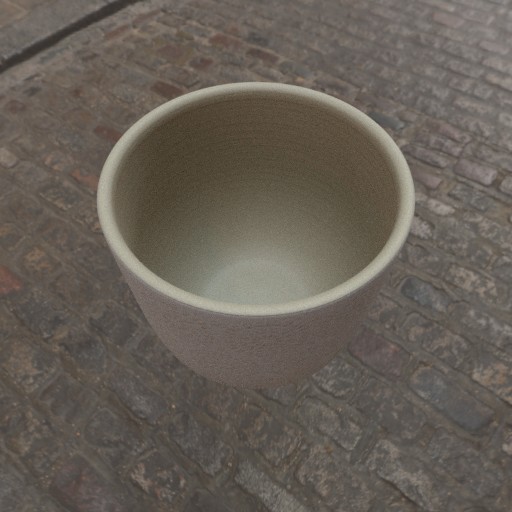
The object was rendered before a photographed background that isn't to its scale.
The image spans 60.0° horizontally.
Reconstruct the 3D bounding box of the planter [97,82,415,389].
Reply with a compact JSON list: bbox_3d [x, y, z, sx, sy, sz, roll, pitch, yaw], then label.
[{"bbox_3d":[0.000,0.000,0.372,0.208,0.190,0.208,0,56,0],"label":"planter"}]
